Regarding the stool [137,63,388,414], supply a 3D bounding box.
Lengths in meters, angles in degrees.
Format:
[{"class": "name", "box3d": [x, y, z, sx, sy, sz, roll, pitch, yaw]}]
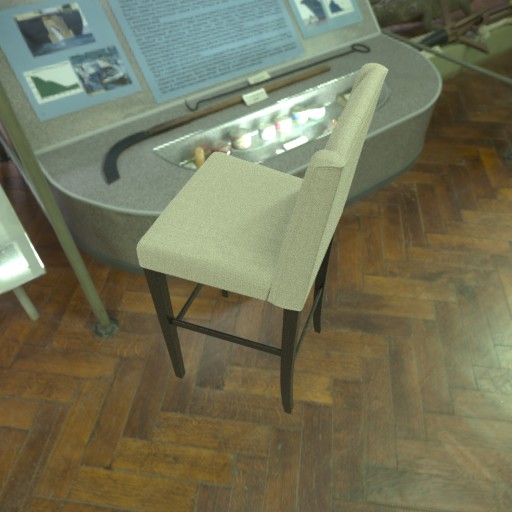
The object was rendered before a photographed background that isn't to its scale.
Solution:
[{"class": "stool", "box3d": [0.000, 0.000, 1.378, 0.509, 1.116, 0.474, 16, 49, 15]}]
